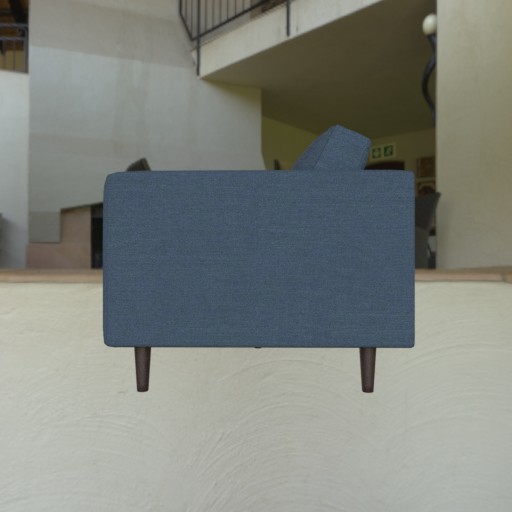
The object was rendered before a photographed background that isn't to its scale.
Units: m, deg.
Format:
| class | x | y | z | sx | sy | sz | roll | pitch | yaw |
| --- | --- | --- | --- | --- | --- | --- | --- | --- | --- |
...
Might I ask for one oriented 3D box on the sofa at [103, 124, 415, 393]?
| class | x | y | z | sx | sy | sz | roll | pitch | yaw |
| --- | --- | --- | --- | --- | --- | --- | --- | --- | --- |
| sofa | 0.000 | 0.000 | 2.193 | 0.999 | 0.907 | 1.659 | 0 | 0 | 1 |
